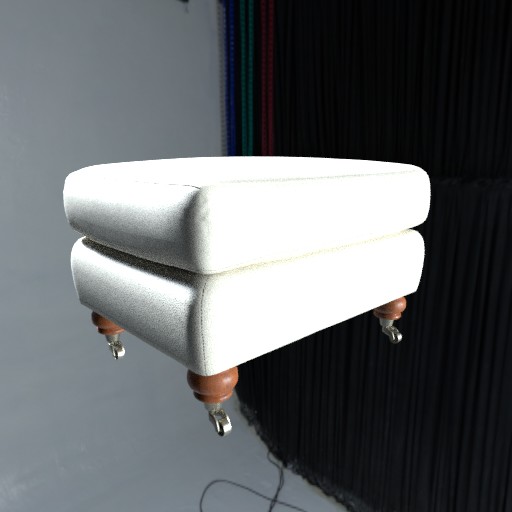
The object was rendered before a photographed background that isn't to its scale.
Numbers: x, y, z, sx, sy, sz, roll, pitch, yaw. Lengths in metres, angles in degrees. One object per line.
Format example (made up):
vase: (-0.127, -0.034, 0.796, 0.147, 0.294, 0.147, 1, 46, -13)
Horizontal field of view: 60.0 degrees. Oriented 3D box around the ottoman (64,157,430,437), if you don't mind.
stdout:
ottoman: (0.000, 0.000, 1.144, 0.773, 0.499, 0.569, -12, 18, -41)
